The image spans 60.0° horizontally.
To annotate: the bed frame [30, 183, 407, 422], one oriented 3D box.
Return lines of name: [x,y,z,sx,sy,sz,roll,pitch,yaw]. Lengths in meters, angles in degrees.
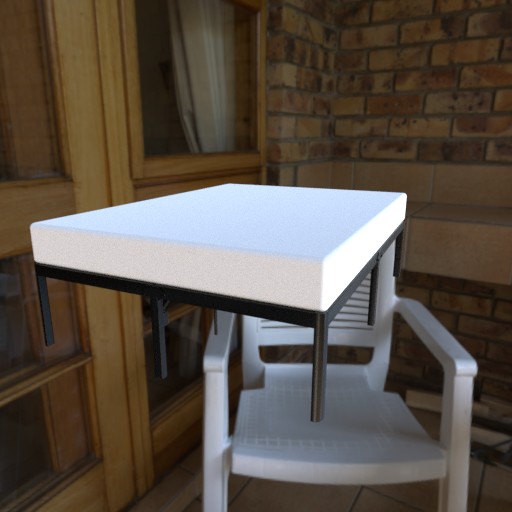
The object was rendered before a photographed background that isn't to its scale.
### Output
bed frame: [0.000,0.000,2.843,1.557,0.659,2.072,7,17,25]
